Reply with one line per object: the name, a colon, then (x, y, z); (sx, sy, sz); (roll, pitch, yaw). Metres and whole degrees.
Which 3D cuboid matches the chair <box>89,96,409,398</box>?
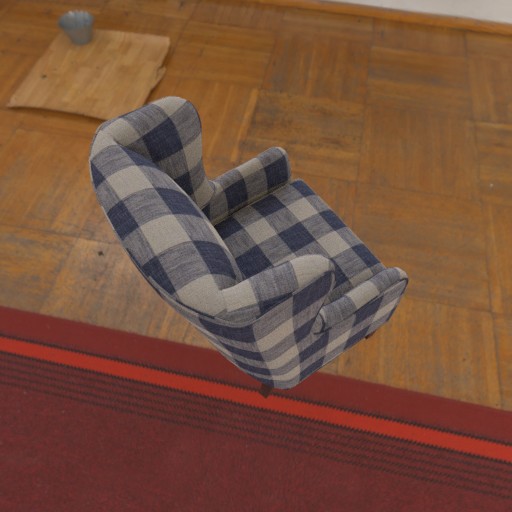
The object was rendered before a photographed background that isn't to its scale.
chair: (0.000, 0.000, 1.700); (0.889, 1.041, 0.830); (-29, 61, -18)
